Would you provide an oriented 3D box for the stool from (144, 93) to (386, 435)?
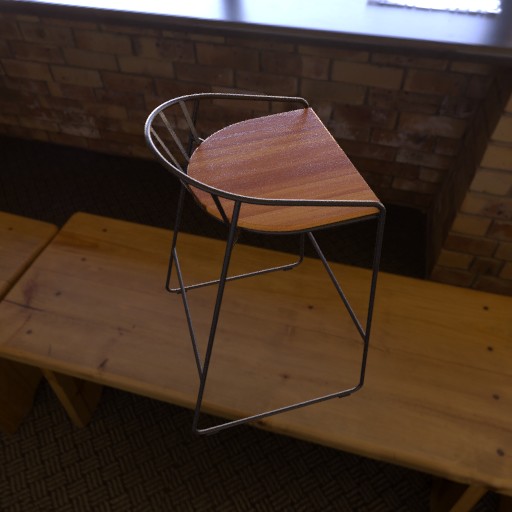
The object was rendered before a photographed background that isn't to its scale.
[{"bbox_3d":[0.000,0.000,1.192,0.521,0.812,0.546,-12,48,-11],"label":"stool"}]
